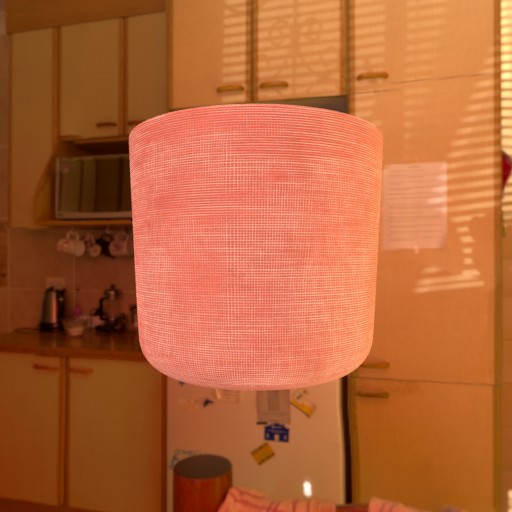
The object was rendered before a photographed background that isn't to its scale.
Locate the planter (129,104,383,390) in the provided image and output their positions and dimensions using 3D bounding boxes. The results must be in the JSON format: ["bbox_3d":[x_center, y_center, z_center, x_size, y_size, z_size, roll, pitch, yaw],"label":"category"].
[{"bbox_3d":[0.000,0.000,0.798,0.440,0.398,0.440,0,0,0],"label":"planter"}]
